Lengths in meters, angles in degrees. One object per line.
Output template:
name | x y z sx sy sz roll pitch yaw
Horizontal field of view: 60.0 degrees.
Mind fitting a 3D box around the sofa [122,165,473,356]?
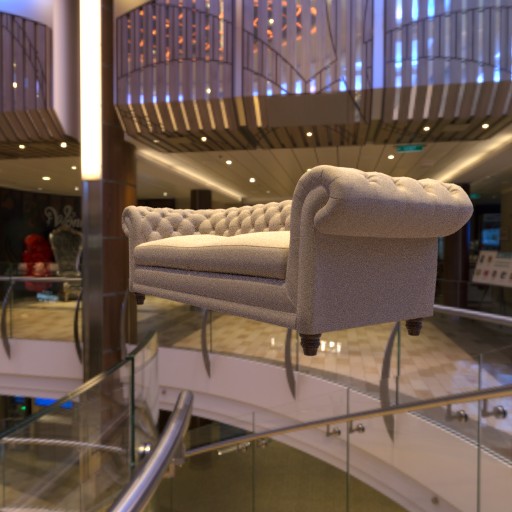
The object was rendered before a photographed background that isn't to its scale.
sofa | 0.000 0.000 3.101 1.076 0.847 2.694 -1 2 -35
